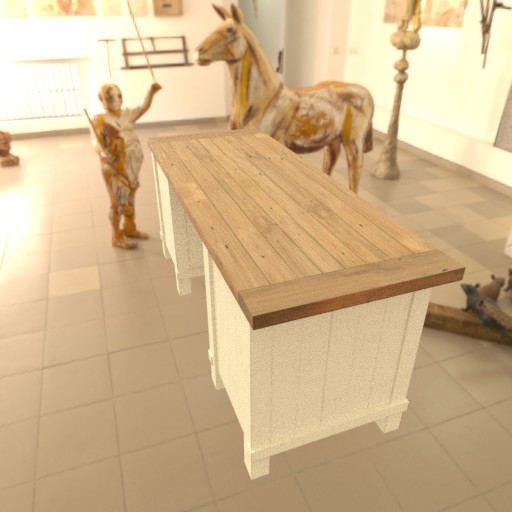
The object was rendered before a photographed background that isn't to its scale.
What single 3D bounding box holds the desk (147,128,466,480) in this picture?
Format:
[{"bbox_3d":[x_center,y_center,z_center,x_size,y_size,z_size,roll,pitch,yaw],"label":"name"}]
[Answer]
[{"bbox_3d":[0.000,0.000,2.165,0.688,0.760,1.803,-11,32,-18],"label":"desk"}]
